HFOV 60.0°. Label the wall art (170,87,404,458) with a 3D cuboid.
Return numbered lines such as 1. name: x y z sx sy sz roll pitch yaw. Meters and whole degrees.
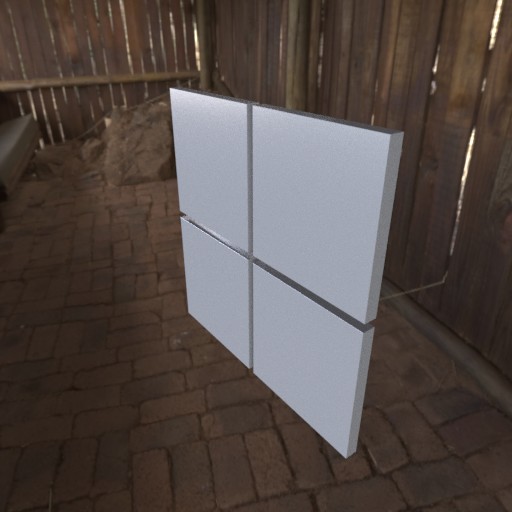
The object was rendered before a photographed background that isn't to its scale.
1. wall art: 0.000 0.000 0.932 0.029 0.611 0.611 -19 33 -32
